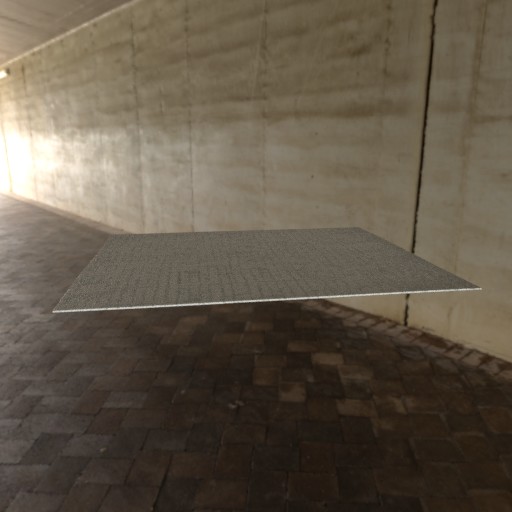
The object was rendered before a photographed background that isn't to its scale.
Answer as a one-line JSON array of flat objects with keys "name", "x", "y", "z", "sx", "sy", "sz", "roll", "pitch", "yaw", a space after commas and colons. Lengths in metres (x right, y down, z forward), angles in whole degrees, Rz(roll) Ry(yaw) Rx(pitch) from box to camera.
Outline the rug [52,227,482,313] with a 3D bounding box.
[{"name": "rug", "x": 0.000, "y": 0.000, "z": 4.258, "sx": 3.061, "sy": 0.014, "sz": 2.447, "roll": -2, "pitch": 15, "yaw": -8}]
